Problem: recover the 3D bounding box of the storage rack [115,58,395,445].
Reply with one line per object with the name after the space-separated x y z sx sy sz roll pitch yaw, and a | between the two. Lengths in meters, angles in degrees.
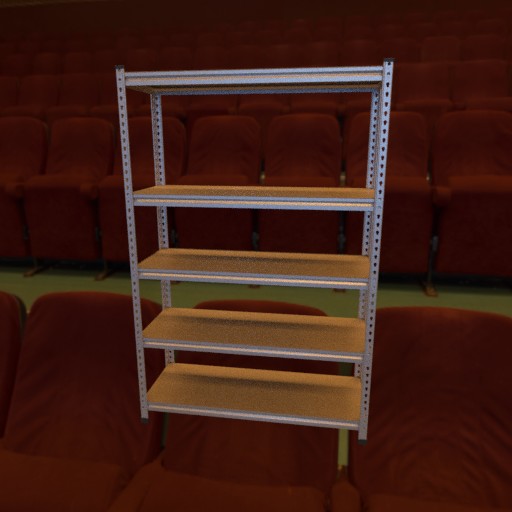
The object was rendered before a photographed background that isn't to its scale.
0.000 0.000 2.340 1.219 1.829 0.457 2 15 9 | storage rack
